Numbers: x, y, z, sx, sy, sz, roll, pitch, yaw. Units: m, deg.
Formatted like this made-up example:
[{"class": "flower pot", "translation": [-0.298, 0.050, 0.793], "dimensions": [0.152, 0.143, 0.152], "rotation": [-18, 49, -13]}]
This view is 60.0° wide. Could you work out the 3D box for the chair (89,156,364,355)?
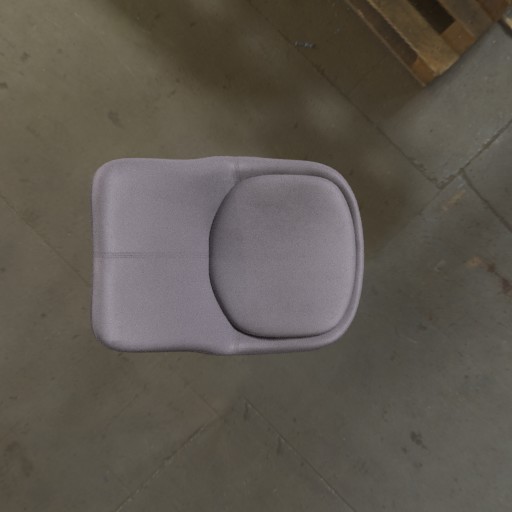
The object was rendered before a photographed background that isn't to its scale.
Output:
[{"class": "chair", "translation": [0.000, 0.000, 1.154], "dimensions": [0.547, 0.865, 0.483], "rotation": [0, 90, 1]}]
